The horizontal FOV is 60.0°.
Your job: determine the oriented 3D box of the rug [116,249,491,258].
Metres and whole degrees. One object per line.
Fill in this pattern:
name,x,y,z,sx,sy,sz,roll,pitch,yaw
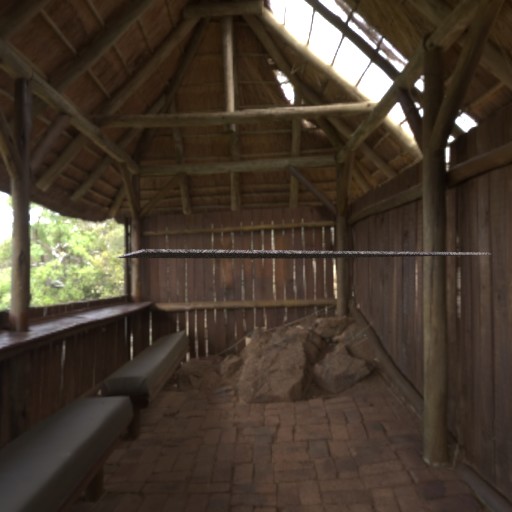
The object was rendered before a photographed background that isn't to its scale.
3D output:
rug,0.000,0.000,4.254,2.448,0.017,3.204,0,-1,-20
